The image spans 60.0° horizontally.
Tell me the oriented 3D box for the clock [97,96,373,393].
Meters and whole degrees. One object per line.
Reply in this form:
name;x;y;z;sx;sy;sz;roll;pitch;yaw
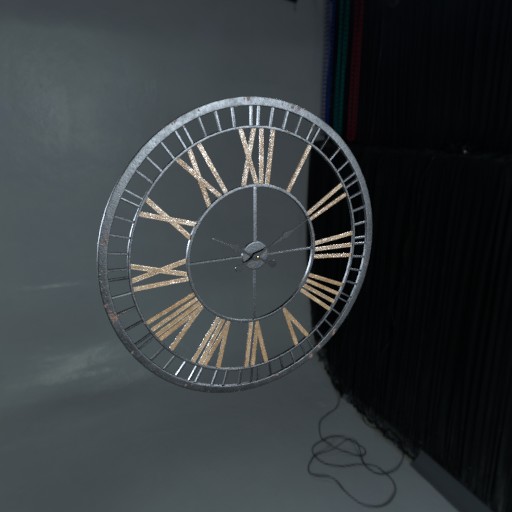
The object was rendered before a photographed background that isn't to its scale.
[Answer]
clock;0.000;0.000;1.240;0.843;0.843;0.025;-8;18;-26
